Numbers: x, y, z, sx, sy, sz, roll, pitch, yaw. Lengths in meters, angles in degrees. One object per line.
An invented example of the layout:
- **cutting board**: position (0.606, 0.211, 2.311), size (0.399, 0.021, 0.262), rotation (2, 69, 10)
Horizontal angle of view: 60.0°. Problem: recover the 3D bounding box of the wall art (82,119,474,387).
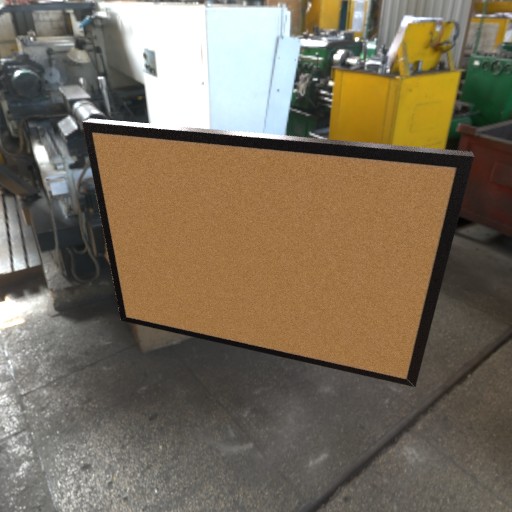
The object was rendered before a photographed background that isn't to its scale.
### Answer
- **wall art**: position (0.000, 0.000, 0.841), size (0.657, 0.458, 0.027), rotation (9, 32, 16)
